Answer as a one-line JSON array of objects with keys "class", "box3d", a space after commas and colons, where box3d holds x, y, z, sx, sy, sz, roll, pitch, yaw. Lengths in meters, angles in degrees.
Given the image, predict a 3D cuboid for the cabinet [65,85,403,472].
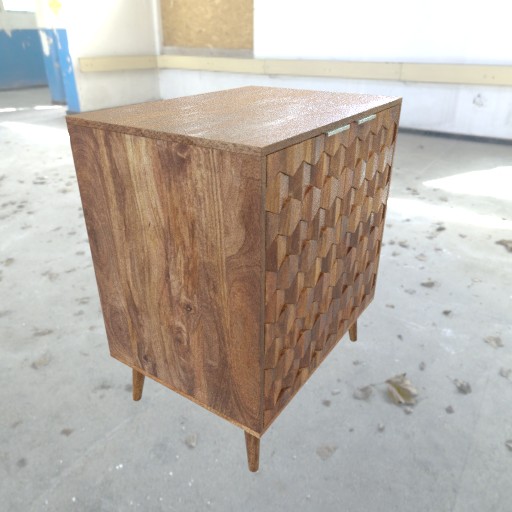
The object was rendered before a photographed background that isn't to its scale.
[{"class": "cabinet", "box3d": [0.000, 0.000, 1.167, 0.473, 0.758, 0.647, 17, 32, 30]}]
